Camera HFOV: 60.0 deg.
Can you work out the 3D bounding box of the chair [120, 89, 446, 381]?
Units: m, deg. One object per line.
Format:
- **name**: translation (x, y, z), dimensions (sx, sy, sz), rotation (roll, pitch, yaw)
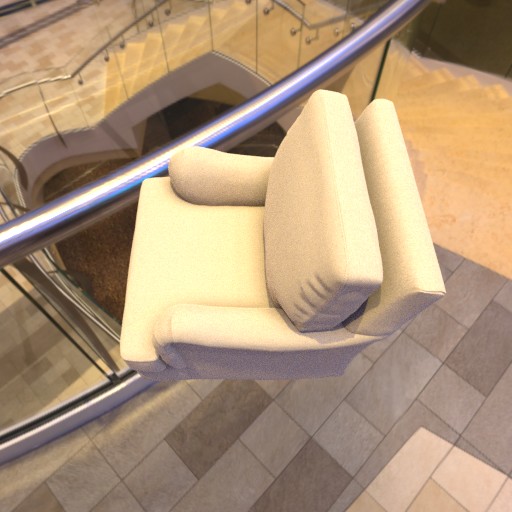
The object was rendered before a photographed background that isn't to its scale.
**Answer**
- **chair**: translation (0.000, 0.000, 1.852), dimensions (1.078, 1.076, 0.895), rotation (-1, 59, -1)
